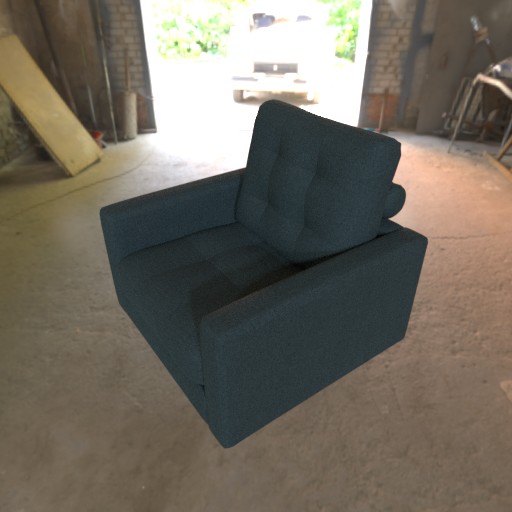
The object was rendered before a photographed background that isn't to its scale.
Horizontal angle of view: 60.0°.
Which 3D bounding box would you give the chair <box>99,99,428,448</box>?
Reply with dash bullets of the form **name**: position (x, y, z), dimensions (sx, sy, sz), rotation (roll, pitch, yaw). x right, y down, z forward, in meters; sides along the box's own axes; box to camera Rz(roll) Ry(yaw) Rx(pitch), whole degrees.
- **chair**: position (0.000, 0.000, 1.546), dimensions (0.843, 0.880, 0.821), rotation (-21, 39, -29)
